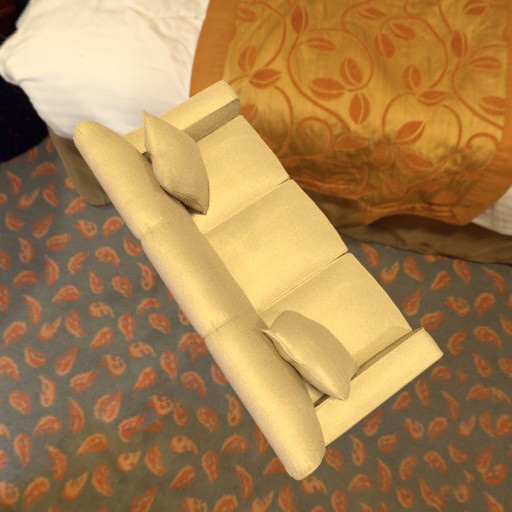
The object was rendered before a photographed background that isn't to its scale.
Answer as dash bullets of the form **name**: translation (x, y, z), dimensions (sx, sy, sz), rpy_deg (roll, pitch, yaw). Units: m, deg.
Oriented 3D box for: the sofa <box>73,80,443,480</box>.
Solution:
- **sofa**: translation (0.000, 0.000, 2.540), dimensions (0.997, 0.958, 2.024), rpy_deg (-34, 76, -9)
